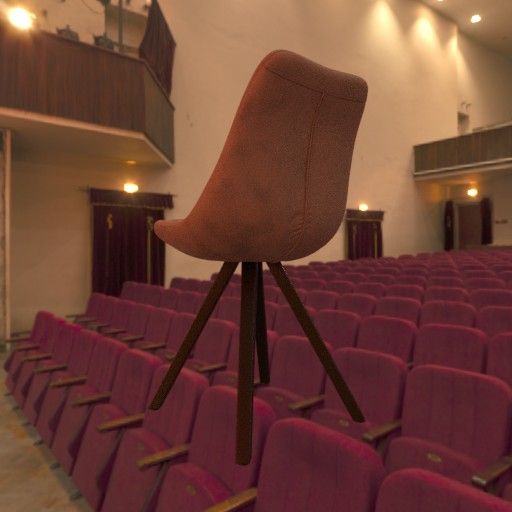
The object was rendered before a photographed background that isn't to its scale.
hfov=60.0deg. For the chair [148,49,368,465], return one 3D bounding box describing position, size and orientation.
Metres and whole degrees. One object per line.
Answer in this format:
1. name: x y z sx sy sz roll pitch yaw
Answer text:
1. chair: 0.000 0.000 1.202 0.483 0.865 0.547 -1 1 -38
